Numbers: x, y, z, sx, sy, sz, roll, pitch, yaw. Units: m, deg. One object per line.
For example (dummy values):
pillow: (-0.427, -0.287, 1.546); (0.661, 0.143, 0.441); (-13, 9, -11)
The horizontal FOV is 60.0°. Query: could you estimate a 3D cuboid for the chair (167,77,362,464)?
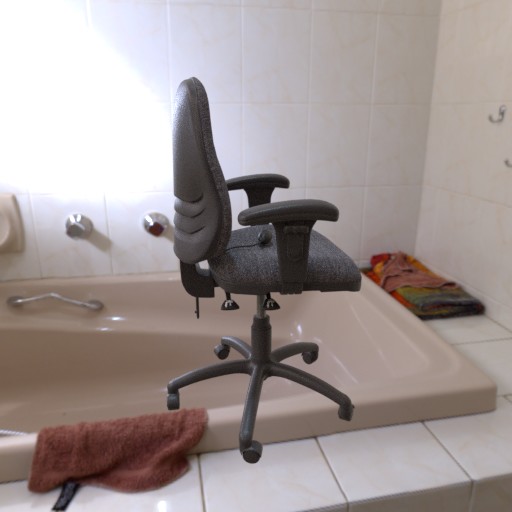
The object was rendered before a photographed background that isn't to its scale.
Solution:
chair: (0.000, 0.000, 1.218); (0.530, 0.910, 0.550); (-3, 18, -9)
